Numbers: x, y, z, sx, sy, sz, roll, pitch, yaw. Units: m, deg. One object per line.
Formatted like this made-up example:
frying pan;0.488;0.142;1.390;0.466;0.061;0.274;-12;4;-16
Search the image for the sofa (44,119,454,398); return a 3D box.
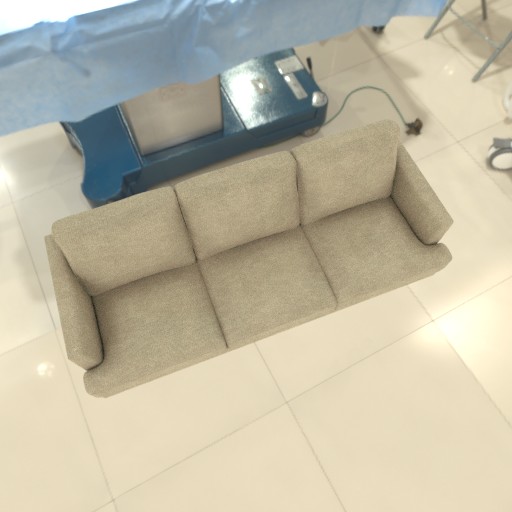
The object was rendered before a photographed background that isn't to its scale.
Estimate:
sofa;0.000;0.000;2.666;2.246;0.930;0.903;-19;65;-9
